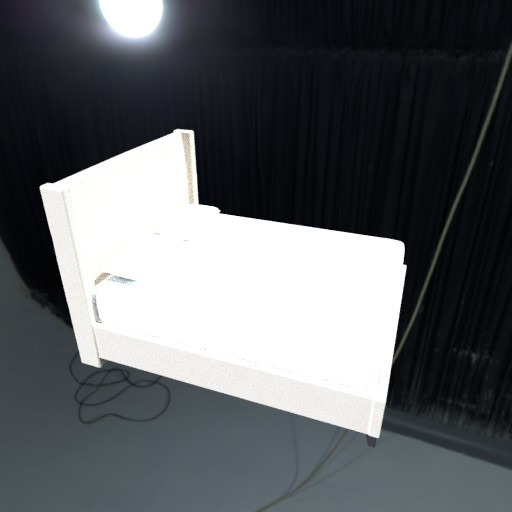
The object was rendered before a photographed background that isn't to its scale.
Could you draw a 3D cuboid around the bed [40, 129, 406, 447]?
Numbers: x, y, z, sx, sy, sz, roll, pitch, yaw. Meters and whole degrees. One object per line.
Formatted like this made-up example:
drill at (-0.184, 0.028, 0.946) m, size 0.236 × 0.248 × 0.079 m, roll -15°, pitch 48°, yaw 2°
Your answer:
bed at (0.000, 0.000, 3.544) m, size 2.293 × 1.471 × 1.778 m, roll 10°, pitch 30°, yaw 18°
